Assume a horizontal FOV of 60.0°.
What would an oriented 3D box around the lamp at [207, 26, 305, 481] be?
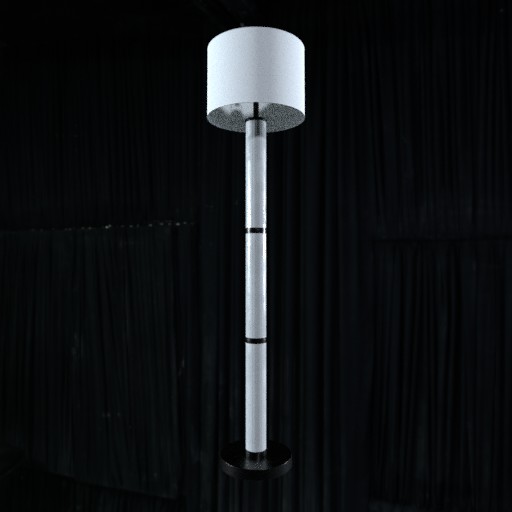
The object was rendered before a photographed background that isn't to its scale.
[{"bbox_3d":[0.000,0.000,1.719,0.377,1.599,0.377,0,0,18],"label":"lamp"}]
